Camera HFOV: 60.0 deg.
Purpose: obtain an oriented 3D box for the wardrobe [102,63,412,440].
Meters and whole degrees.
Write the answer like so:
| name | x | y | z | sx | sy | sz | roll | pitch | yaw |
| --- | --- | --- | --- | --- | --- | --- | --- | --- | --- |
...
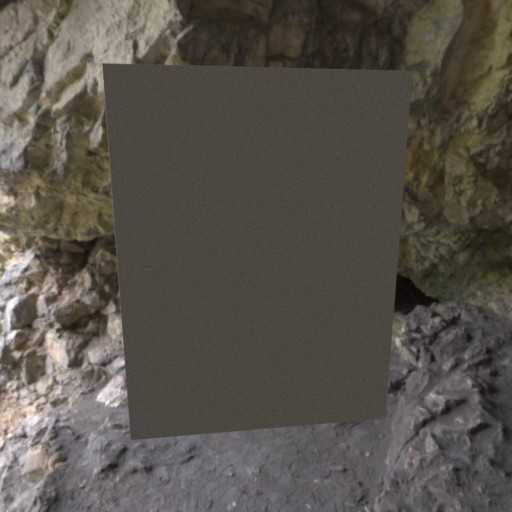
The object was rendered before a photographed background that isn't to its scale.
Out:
| name | x | y | z | sx | sy | sz | roll | pitch | yaw |
| --- | --- | --- | --- | --- | --- | --- | --- | --- | --- |
| wardrobe | 0.000 | 0.000 | 1.585 | 0.900 | 1.200 | 0.360 | -2 | 14 | -8 |
